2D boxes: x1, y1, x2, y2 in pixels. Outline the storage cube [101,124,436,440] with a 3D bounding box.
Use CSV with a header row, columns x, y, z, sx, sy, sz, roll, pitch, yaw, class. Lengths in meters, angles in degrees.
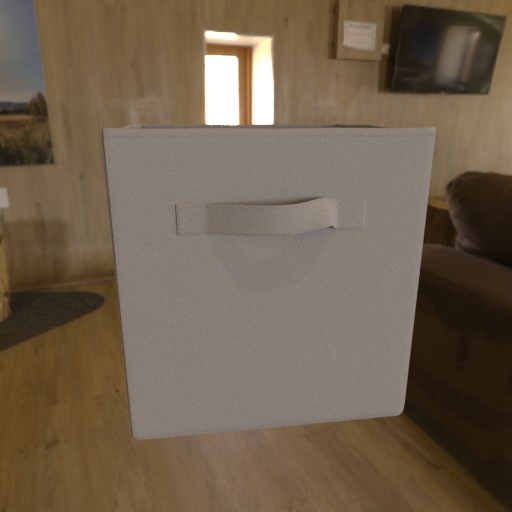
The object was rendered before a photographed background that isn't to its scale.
x,y,z,sx,sy,sz,roll,pitch,yaw,class
0.000,0.000,0.495,0.270,0.280,0.270,-2,17,-8,storage cube
